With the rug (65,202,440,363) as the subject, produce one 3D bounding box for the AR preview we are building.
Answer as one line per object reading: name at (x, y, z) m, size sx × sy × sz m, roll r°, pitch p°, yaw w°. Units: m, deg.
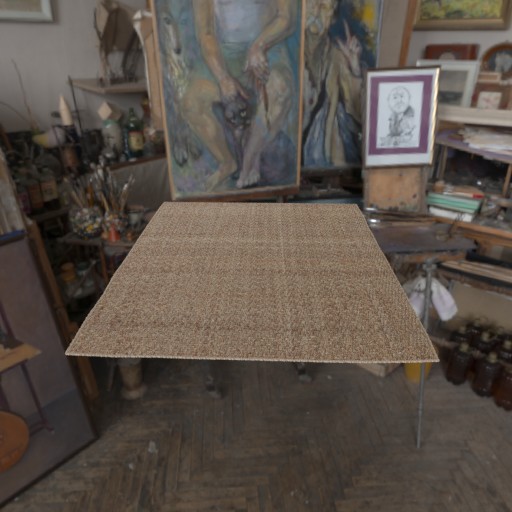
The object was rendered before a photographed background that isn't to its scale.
rug at (0.000, 0.000, 4.172) m, size 2.439 × 0.013 × 3.048 m, roll 1°, pitch 26°, yaw 2°
